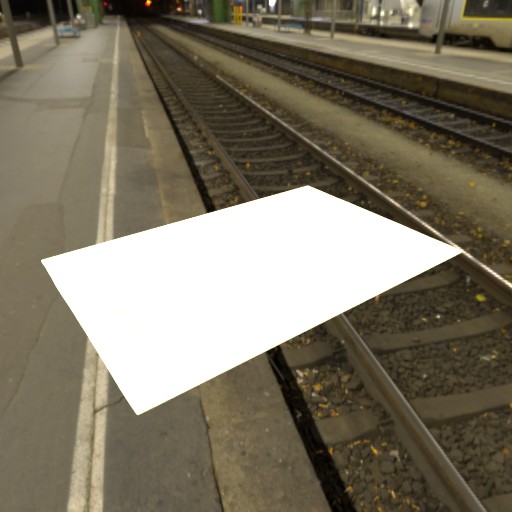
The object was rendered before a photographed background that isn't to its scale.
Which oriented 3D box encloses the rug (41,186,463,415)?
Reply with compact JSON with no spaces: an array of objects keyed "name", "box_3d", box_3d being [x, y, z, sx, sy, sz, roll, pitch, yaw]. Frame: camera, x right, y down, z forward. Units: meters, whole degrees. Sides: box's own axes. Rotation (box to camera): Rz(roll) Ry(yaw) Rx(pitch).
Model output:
[{"name":"rug","box_3d":[0.000,0.000,2.326,1.850,0.006,1.234,-20,35,-31]}]
